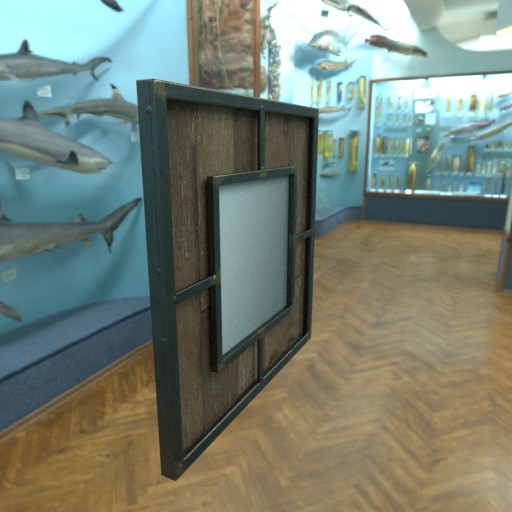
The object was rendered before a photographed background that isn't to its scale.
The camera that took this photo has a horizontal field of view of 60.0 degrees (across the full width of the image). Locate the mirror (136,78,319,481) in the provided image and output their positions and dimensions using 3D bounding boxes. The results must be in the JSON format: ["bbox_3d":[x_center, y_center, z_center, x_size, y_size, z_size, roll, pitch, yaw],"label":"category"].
[{"bbox_3d":[0.000,0.000,0.566,0.020,0.381,0.382,8,16,27],"label":"mirror"}]
